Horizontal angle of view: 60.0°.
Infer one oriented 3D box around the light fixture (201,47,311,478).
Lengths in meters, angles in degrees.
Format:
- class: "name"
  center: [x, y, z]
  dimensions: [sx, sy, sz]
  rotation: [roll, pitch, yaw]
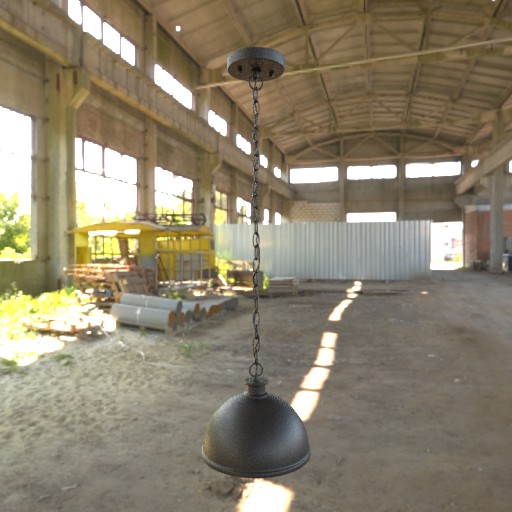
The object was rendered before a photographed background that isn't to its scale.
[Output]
- class: "light fixture"
  center: [0.000, 0.000, 1.236]
  dimensions: [0.304, 1.090, 0.304]
  rotation: [0, 0, -18]
